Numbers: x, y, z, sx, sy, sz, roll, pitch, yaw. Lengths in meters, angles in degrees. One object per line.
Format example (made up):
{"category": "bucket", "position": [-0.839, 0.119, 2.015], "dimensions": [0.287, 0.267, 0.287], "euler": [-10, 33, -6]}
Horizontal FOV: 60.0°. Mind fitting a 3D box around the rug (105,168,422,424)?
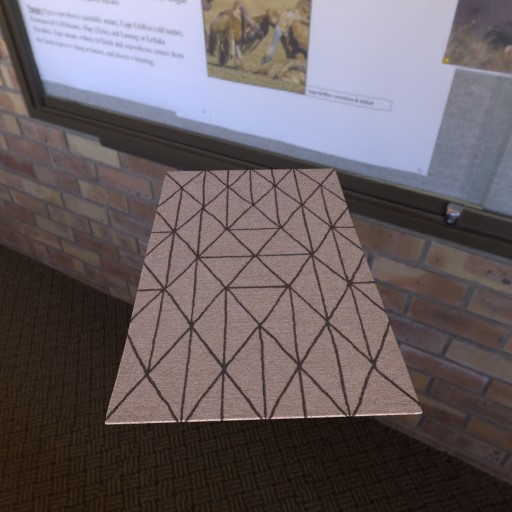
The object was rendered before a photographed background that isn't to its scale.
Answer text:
{"category": "rug", "position": [0.000, 0.000, 3.077], "dimensions": [1.526, 0.008, 2.465], "euler": [-1, 39, -2]}
